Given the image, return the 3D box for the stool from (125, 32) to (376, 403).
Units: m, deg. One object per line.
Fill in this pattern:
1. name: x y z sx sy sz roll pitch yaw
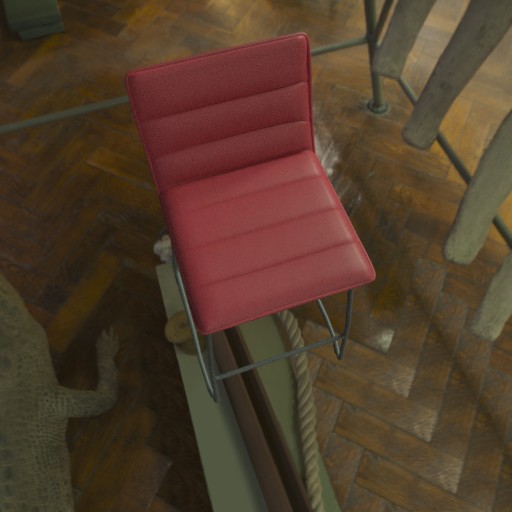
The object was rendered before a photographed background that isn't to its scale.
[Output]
1. stool: 0.000 0.000 1.196 0.489 0.937 0.524 -17 65 -8
